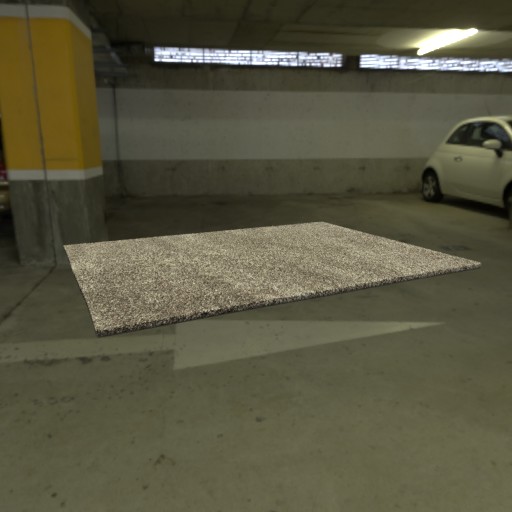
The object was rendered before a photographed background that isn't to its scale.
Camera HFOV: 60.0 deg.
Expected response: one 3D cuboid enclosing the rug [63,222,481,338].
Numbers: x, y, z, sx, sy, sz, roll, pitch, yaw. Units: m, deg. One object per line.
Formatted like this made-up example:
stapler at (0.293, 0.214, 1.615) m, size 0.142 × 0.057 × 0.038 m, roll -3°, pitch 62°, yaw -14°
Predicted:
rug at (0.000, 0.000, 2.097) m, size 1.601 × 0.025 × 1.198 m, roll -7°, pitch 16°, yaw -26°
